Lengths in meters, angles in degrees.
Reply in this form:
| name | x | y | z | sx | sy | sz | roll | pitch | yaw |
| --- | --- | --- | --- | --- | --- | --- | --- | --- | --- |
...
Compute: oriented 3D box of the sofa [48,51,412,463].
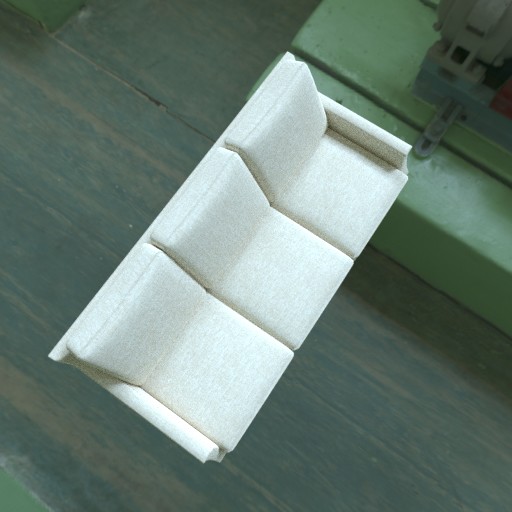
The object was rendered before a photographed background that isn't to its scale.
| name | x | y | z | sx | sy | sz | roll | pitch | yaw |
| --- | --- | --- | --- | --- | --- | --- | --- | --- | --- |
| sofa | 0.000 | 0.000 | 2.717 | 1.041 | 0.940 | 2.210 | 33 | 78 | 8 |
